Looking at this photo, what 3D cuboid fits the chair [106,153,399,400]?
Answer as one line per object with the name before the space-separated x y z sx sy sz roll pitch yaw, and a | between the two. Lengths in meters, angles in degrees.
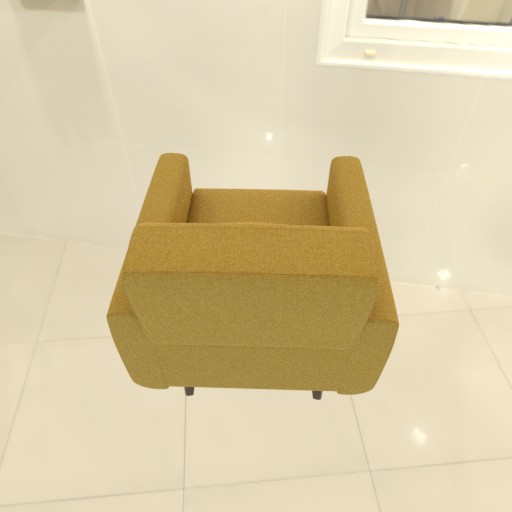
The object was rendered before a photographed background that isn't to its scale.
chair | 0.000 0.000 1.575 0.831 0.841 0.909 1 46 1
